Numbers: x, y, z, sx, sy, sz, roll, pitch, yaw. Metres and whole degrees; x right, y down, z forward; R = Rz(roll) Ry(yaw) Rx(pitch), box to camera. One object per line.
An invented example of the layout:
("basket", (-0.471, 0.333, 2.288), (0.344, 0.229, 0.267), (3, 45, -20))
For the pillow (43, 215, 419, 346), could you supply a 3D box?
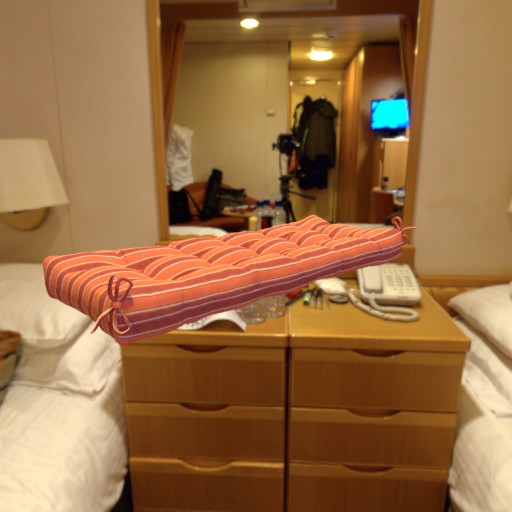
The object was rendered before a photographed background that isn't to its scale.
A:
("pillow", (0.000, 0.000, 1.376), (1.194, 0.174, 0.511), (-13, 19, -41))
